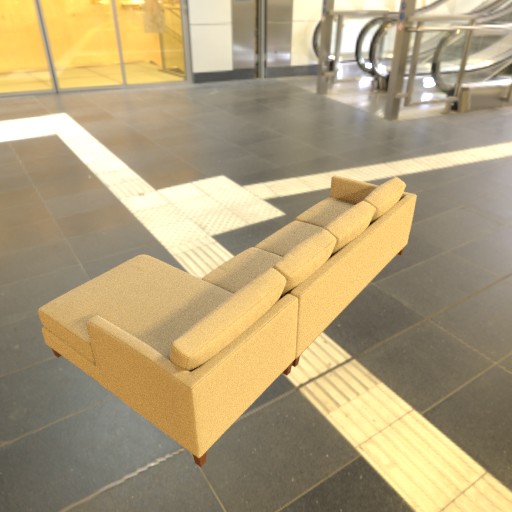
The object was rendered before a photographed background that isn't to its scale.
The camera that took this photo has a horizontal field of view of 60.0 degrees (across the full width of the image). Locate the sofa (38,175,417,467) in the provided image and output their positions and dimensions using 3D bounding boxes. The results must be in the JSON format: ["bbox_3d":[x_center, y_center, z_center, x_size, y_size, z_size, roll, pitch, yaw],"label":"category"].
[{"bbox_3d":[0.000,0.000,3.873,1.625,0.861,3.186,21,37,31],"label":"sofa"}]
